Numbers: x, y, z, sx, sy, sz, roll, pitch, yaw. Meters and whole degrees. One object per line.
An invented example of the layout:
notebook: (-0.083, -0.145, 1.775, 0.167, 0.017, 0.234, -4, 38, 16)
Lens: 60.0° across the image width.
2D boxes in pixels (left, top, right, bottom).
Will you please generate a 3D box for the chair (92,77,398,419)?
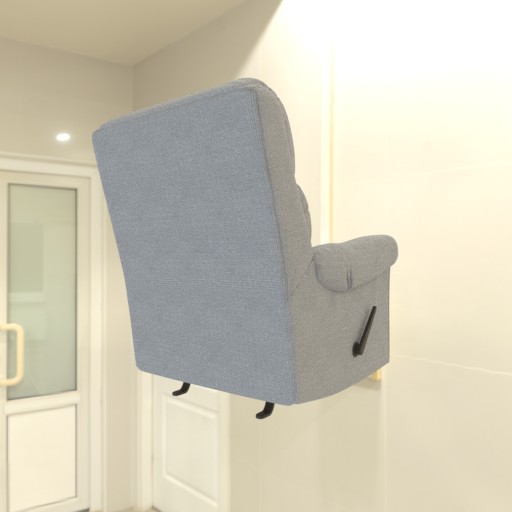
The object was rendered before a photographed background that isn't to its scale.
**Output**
chair: (0.000, 0.000, 1.768, 0.838, 1.054, 1.014, 0, 0, 37)
